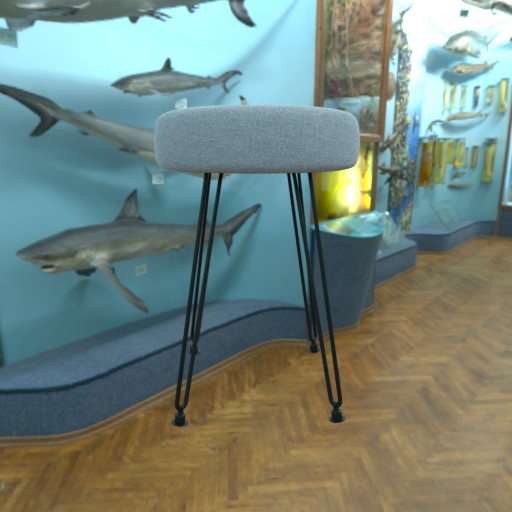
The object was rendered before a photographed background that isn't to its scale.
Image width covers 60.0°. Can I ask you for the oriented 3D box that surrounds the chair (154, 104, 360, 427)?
[{"bbox_3d":[0.000,0.000,0.703,0.350,0.440,0.350,12,18,41],"label":"chair"}]
